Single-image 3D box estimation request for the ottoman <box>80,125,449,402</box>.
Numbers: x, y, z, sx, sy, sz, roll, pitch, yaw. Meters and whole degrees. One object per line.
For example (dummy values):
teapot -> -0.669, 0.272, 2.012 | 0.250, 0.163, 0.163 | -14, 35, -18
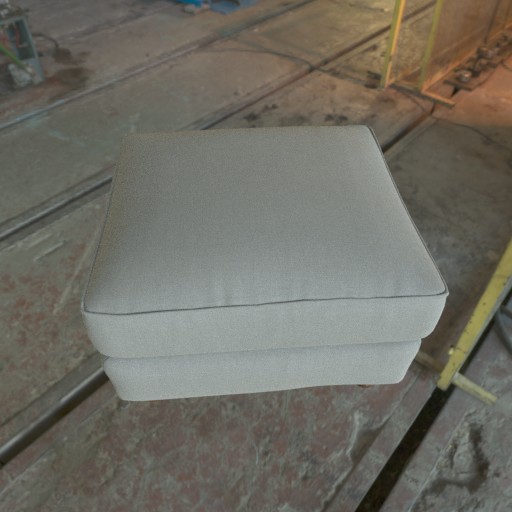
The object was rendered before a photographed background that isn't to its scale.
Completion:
ottoman -> 0.000, 0.000, 1.156 | 0.716, 0.505, 0.662 | -3, 46, -3
